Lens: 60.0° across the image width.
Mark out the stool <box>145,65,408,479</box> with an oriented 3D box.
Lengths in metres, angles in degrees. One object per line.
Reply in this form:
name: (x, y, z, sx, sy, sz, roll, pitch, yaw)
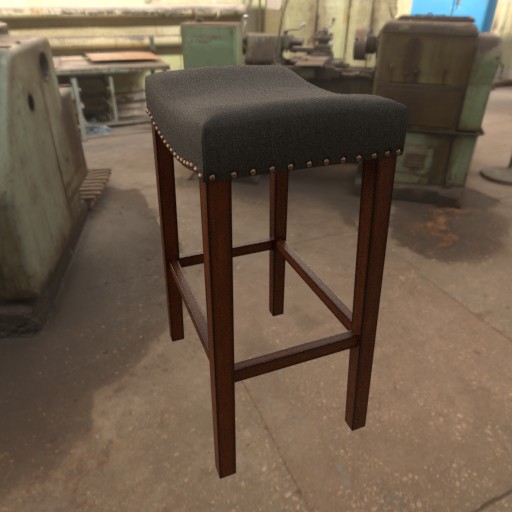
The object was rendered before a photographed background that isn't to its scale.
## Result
stool: (0.000, 0.000, 1.016, 0.366, 0.760, 0.502, -11, 32, -19)
